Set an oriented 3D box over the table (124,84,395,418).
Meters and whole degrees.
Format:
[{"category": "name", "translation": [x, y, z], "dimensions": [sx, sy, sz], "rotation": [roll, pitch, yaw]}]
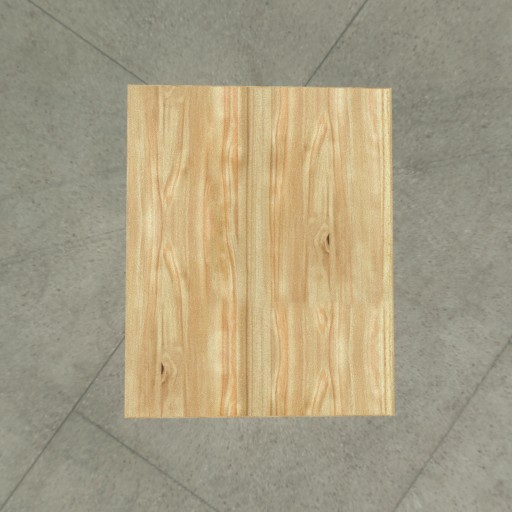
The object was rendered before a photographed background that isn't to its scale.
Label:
[{"category": "table", "translation": [0.000, 0.000, 0.883], "dimensions": [0.380, 0.515, 0.530], "rotation": [0, 88, -2]}]
